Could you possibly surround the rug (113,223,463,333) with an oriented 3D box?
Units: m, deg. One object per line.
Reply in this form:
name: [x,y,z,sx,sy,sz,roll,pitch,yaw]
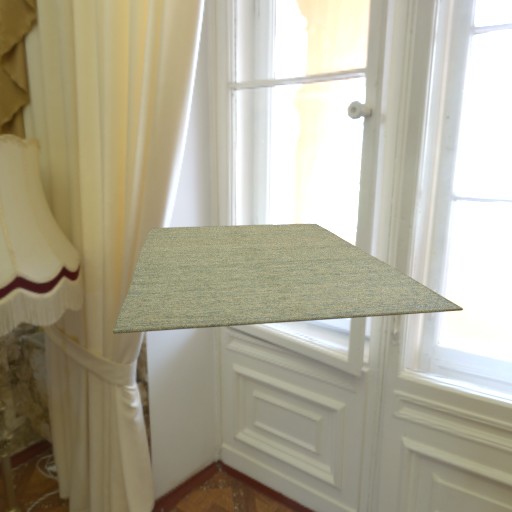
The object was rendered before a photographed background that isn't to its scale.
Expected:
rug: [0.000,0.000,2.985,1.547,0.013,2.283,-2,14,-9]
